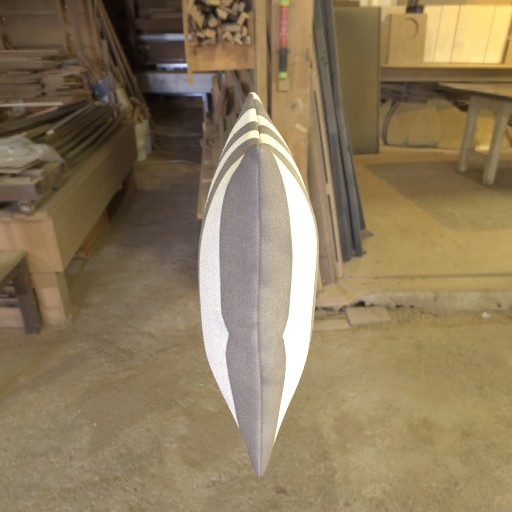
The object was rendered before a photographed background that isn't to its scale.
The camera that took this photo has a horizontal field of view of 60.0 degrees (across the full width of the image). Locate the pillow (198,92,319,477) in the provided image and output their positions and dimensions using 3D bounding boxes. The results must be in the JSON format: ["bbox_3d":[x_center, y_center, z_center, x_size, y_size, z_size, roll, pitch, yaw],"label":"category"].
[{"bbox_3d":[0.000,0.000,0.796,0.192,0.507,0.522,-1,26,-1],"label":"pillow"}]
